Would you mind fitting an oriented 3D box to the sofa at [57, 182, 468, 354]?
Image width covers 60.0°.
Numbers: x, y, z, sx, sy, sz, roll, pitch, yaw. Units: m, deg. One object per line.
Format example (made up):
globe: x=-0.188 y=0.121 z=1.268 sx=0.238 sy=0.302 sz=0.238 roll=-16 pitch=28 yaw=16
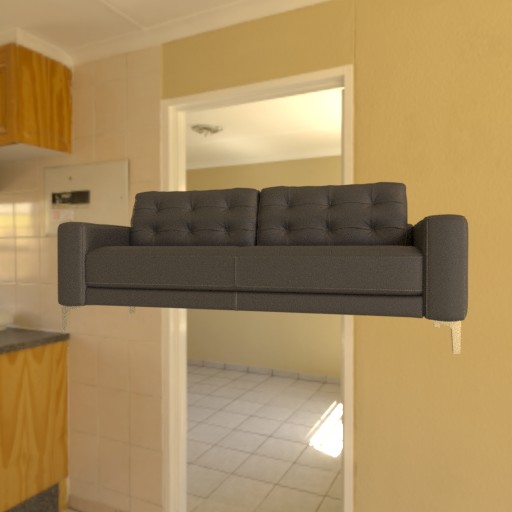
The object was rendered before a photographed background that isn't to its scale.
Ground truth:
sofa: x=0.000 y=0.000 z=2.724 sx=2.275 sy=0.893 sz=0.833 roll=0 pitch=1 yaw=16
